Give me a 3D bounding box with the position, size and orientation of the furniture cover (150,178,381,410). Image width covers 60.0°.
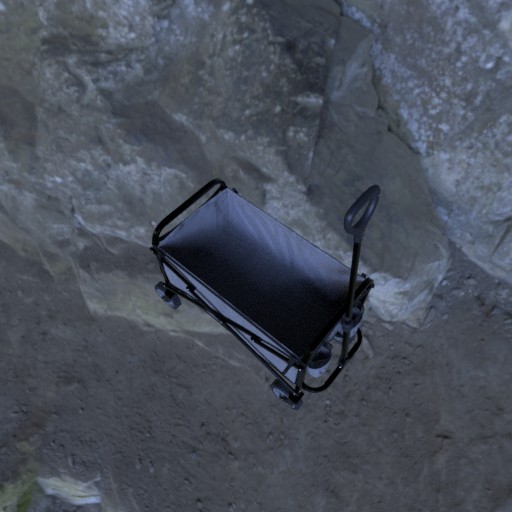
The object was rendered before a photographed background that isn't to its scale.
[{"bbox_3d":[0.000,0.000,1.826,1.038,1.295,0.532,36,63,21],"label":"furniture cover"}]
